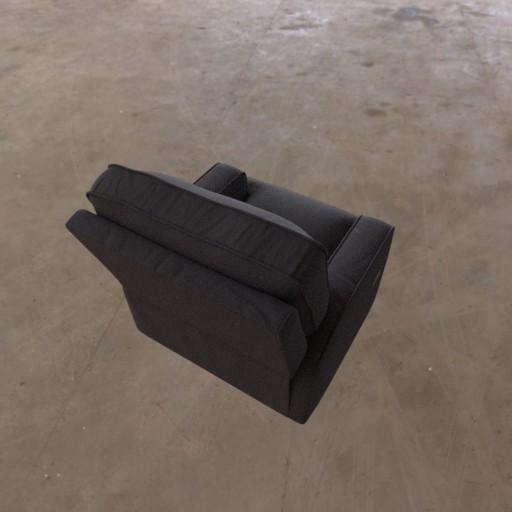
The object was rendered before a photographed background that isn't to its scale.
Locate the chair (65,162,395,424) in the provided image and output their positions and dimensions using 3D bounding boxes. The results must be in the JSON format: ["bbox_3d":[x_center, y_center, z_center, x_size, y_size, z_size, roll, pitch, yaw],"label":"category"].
[{"bbox_3d":[0.000,0.000,1.706,0.861,0.962,0.964,24,50,22],"label":"chair"}]
